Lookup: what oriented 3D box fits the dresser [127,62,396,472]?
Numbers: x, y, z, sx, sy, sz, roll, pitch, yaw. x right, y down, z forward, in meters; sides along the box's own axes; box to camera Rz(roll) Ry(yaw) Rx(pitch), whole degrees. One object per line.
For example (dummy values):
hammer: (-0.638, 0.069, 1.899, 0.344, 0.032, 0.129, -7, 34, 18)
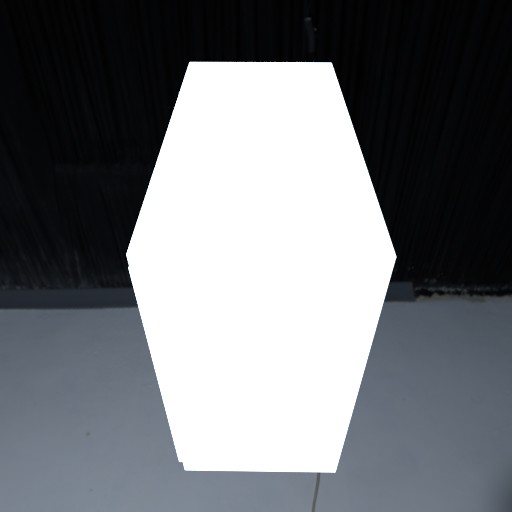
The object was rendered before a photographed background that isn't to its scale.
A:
dresser: (0.000, 0.000, 1.201, 0.420, 0.740, 0.830, 1, 42, 1)
